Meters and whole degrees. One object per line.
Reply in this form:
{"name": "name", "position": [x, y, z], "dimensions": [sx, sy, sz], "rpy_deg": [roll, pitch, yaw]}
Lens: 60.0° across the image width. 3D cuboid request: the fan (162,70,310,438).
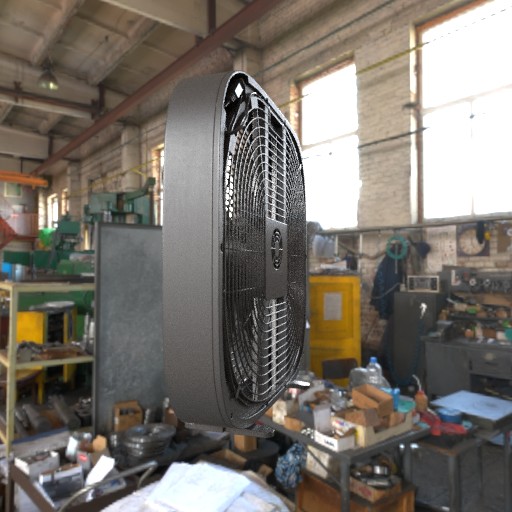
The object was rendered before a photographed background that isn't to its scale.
{"name": "fan", "position": [0.000, 0.000, 0.798], "dimensions": [0.142, 0.533, 0.526], "rpy_deg": [0, -2, 18]}
